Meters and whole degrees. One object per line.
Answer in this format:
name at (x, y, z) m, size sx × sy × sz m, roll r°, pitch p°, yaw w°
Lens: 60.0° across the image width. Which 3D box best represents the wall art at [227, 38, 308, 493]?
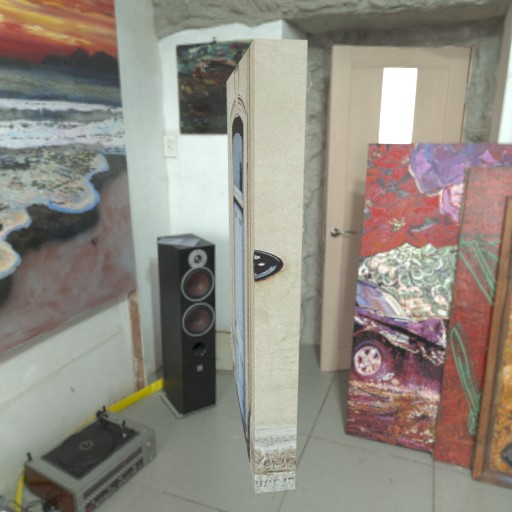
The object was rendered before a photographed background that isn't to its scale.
wall art at (0.000, 0.000, 0.480) m, size 0.038 × 0.381 × 0.254 m, roll -2°, pitch 15°, yaw -8°
